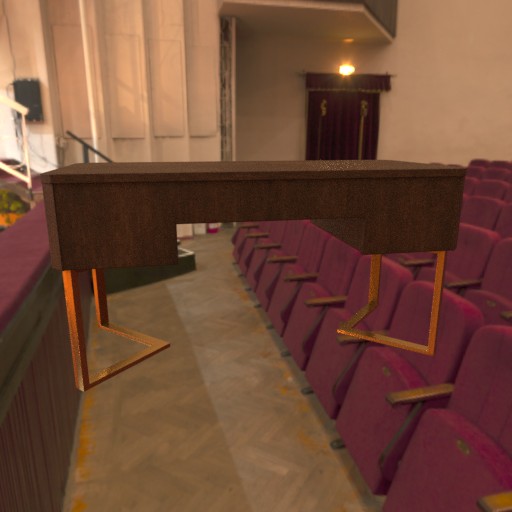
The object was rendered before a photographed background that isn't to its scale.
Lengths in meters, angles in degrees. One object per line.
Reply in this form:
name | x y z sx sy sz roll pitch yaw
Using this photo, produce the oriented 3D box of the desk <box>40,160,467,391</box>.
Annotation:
desk | 0.000 0.000 1.893 1.479 0.762 0.684 -3 15 -11
